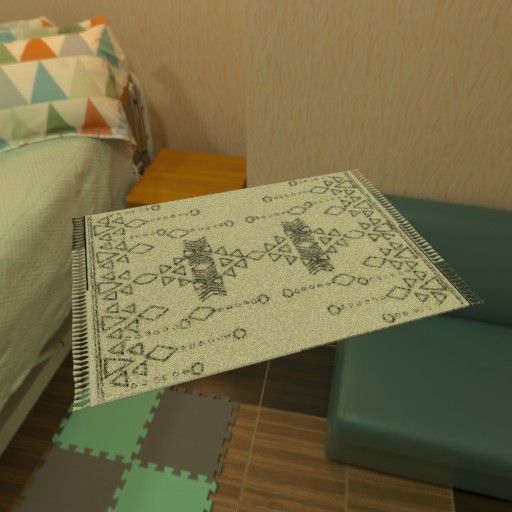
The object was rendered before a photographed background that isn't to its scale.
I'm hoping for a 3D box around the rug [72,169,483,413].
[{"bbox_3d":[0.000,0.000,2.919,2.312,0.013,1.600,-12,43,-13],"label":"rug"}]
